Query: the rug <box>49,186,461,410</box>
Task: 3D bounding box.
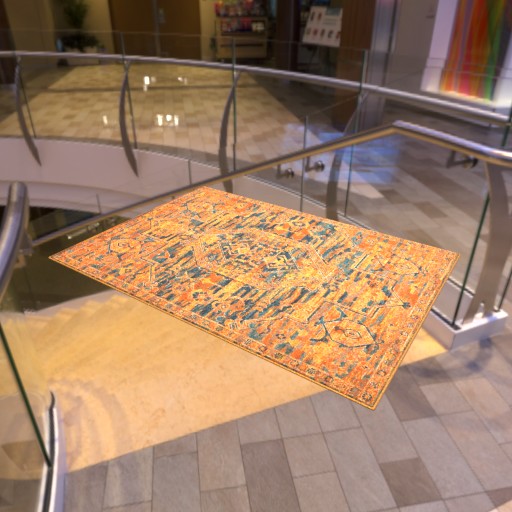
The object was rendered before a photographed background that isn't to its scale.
[{"bbox_3d":[0.000,0.000,3.818,2.916,0.019,2.043,19,35,29],"label":"rug"}]
